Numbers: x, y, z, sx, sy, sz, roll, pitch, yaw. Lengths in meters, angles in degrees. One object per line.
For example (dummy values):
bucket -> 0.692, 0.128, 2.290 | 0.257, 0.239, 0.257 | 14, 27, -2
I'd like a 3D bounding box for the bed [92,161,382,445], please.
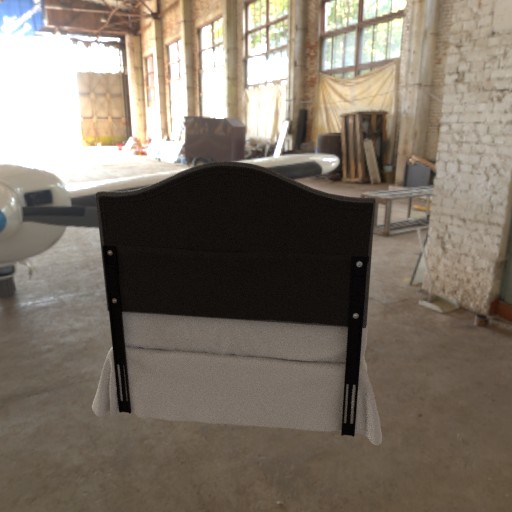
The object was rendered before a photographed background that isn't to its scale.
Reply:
bed -> 0.000, 0.000, 3.585 | 1.876, 1.645, 2.221 | 3, 16, 9
